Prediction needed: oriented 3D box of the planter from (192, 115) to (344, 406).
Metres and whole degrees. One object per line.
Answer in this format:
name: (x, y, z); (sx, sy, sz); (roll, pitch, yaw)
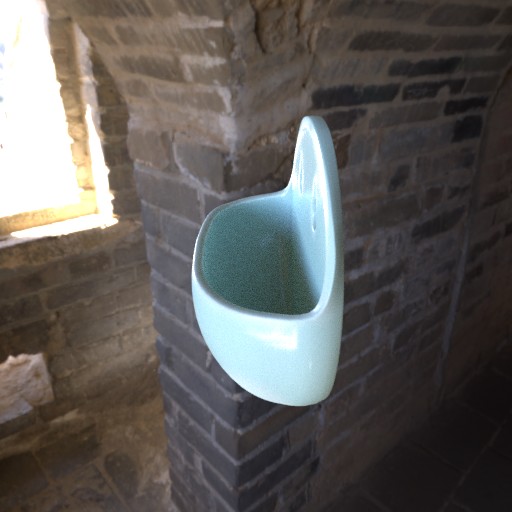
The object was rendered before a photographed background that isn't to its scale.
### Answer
planter: (0.000, 0.000, 0.272); (0.073, 0.164, 0.189); (0, 25, -1)
